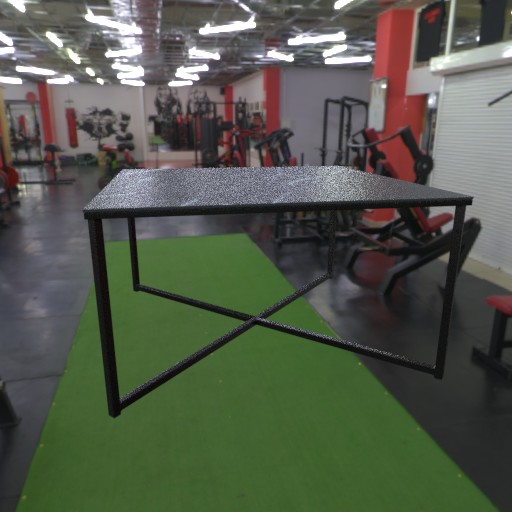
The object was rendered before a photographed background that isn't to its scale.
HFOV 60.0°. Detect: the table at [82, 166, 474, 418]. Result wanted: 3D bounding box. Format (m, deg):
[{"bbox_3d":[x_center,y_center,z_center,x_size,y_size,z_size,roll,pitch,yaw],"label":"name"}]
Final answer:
[{"bbox_3d":[0.000,0.000,1.319,0.800,0.450,0.800,-3,17,-11],"label":"table"}]
